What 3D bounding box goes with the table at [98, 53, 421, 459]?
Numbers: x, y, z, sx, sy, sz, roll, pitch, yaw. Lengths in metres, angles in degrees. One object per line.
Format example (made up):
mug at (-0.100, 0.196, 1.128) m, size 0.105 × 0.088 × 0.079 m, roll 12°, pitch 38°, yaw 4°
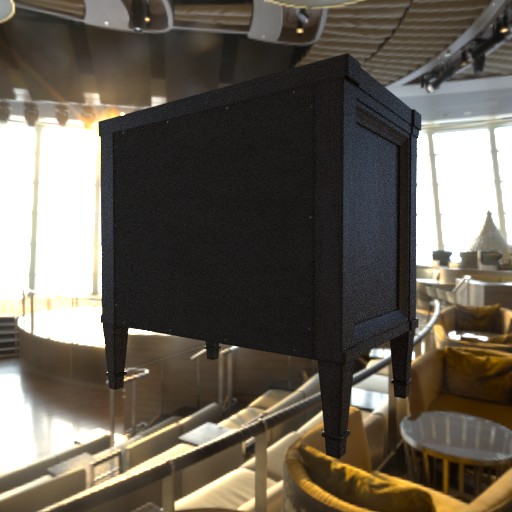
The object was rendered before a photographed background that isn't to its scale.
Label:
table at (0.000, 0.000, 1.069) m, size 0.660 × 0.660 × 0.413 m, roll 1°, pitch 2°, yaw 36°
